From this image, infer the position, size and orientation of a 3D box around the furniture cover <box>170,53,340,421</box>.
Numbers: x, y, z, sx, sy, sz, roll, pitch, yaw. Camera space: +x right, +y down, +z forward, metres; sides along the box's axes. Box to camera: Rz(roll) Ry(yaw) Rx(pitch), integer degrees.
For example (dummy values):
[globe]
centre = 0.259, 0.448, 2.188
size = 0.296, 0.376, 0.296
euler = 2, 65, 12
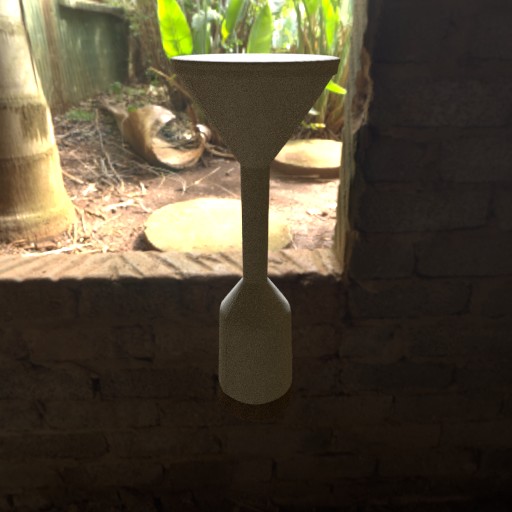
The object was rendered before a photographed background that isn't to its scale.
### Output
[furniture cover]
centre = 0.000, 0.000, 2.939
size = 0.914, 2.413, 0.914
euler = -19, 32, -32
